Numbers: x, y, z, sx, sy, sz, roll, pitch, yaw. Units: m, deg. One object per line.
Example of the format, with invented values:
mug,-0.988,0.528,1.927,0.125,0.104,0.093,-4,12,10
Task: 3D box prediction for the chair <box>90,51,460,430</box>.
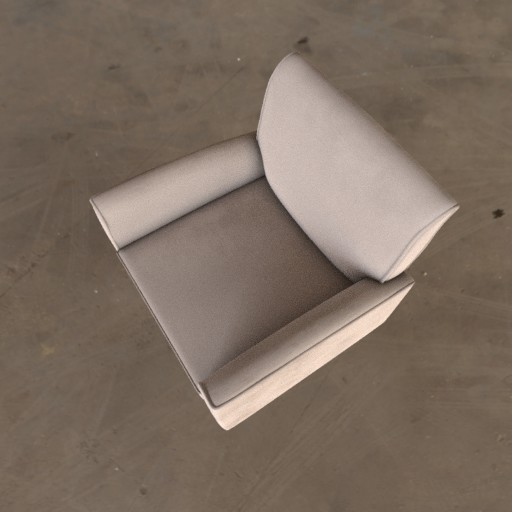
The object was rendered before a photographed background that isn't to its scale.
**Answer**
chair,0.000,0.000,1.577,0.821,0.915,0.820,-30,66,-15
